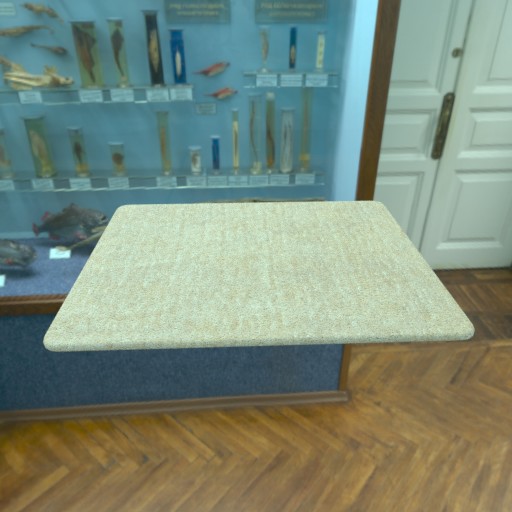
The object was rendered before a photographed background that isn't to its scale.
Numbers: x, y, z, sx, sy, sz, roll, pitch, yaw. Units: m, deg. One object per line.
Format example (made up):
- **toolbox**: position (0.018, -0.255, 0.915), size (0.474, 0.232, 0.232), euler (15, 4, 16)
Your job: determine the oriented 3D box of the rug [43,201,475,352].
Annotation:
- **rug**: position (0.000, 0.000, 3.396), size (2.528, 0.048, 2.009), euler (-1, 30, -2)
